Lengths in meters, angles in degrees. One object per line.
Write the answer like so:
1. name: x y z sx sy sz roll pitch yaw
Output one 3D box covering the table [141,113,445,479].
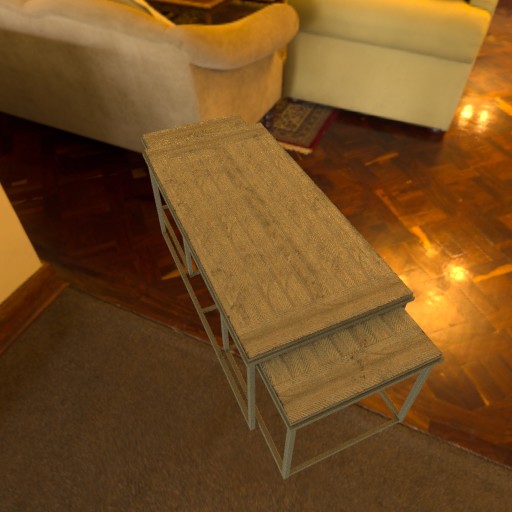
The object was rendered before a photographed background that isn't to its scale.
1. table: 0.000 0.000 1.563 0.489 0.427 1.312 -18 49 -17
